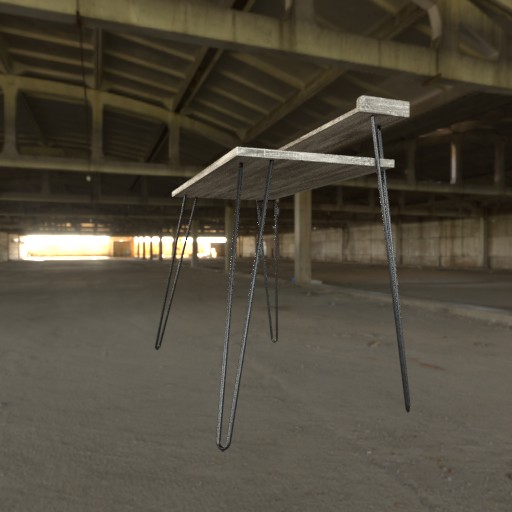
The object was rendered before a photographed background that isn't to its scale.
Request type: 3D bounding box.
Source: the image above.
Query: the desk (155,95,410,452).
[{"bbox_3d":[0.000,0.000,1.659,0.605,0.899,1.135,0,1,-20],"label":"desk"}]
